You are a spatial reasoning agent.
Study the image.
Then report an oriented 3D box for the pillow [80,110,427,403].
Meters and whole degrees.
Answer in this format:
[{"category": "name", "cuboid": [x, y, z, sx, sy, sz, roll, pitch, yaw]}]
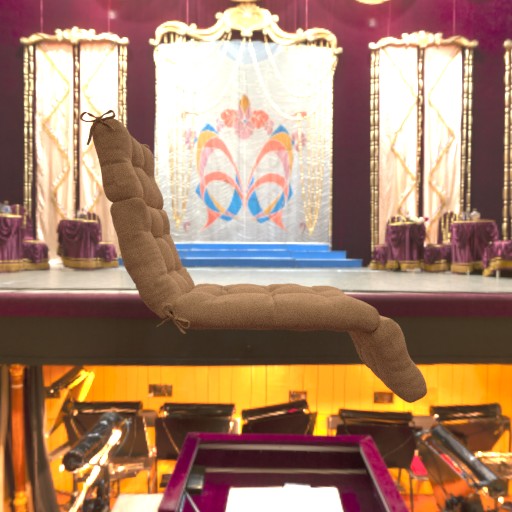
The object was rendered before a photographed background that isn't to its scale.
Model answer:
[{"category": "pillow", "cuboid": [0.000, 0.000, 1.526, 1.016, 0.863, 0.526, 0, 1, -1]}]
